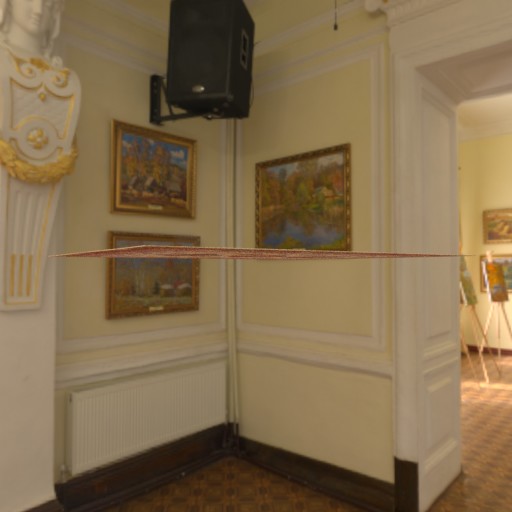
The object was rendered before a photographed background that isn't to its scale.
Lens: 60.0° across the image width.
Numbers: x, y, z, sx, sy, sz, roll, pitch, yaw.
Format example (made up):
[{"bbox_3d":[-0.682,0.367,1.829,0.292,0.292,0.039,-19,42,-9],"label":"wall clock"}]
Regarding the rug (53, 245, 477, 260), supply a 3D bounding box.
[{"bbox_3d":[0.000,0.000,4.058,3.067,0.005,2.460,1,-2,-35],"label":"rug"}]
